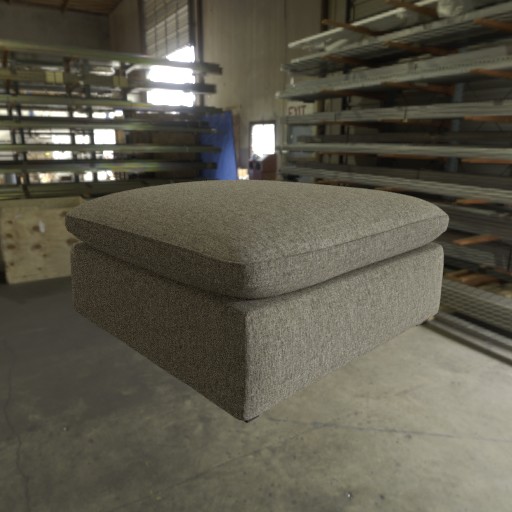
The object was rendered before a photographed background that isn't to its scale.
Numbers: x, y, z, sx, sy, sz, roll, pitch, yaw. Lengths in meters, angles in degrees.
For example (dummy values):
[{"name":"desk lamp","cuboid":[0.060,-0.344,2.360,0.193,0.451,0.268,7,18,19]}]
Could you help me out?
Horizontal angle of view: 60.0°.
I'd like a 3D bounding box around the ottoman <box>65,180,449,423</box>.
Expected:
[{"name":"ottoman","cuboid":[0.000,0.000,1.641,1.039,0.526,1.035,-13,19,-42]}]
